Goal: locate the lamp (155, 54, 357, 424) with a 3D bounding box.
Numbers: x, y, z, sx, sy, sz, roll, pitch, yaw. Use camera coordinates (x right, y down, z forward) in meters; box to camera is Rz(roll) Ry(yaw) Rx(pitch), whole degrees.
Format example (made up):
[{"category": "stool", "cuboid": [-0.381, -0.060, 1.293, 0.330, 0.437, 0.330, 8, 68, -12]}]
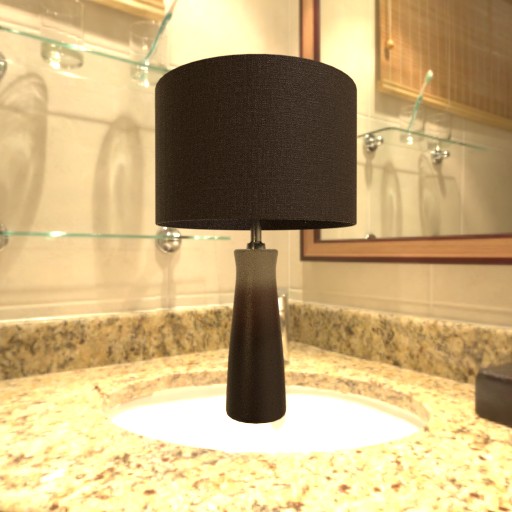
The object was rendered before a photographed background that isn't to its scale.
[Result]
[{"category": "lamp", "cuboid": [0.000, 0.000, 0.684, 0.303, 0.488, 0.303, 0, 1, 0]}]
